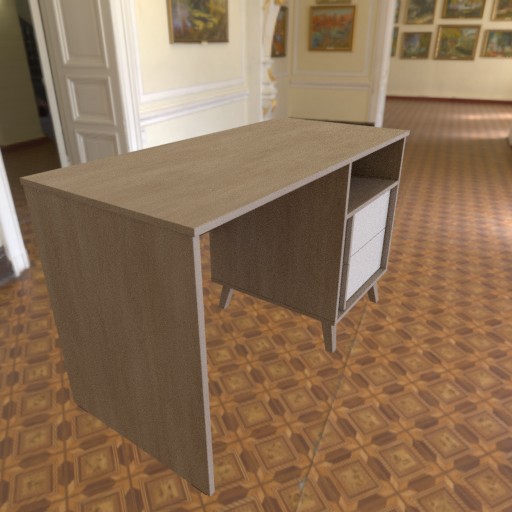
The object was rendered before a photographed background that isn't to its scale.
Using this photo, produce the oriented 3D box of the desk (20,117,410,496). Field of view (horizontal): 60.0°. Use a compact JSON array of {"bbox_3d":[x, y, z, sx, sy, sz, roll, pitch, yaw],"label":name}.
[{"bbox_3d":[0.000,0.000,1.605,0.600,0.770,1.251,17,30,31],"label":"desk"}]
